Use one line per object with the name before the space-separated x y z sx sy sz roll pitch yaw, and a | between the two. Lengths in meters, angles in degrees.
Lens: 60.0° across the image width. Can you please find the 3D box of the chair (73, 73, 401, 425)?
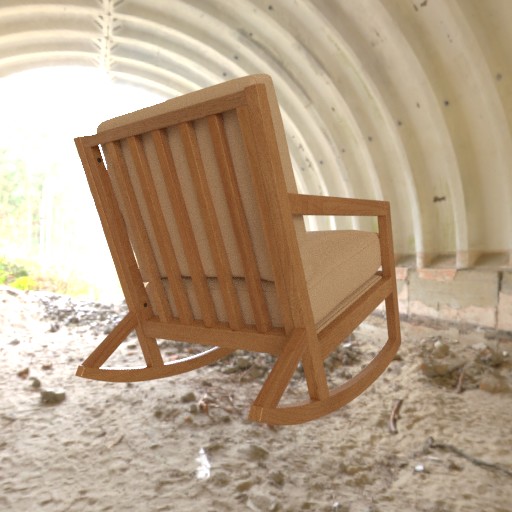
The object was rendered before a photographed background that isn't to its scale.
chair | 0.000 0.000 1.375 0.622 0.790 0.857 -1 -2 36
